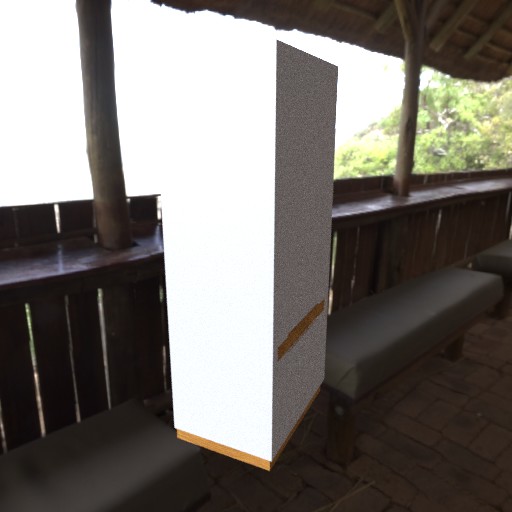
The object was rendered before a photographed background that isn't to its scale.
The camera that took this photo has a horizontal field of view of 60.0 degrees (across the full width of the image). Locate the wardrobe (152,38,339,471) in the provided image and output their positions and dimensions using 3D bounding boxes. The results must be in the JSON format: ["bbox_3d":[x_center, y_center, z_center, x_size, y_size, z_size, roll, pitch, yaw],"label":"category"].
[{"bbox_3d":[0.000,0.000,2.488,0.600,2.040,0.860,8,18,25],"label":"wardrobe"}]
